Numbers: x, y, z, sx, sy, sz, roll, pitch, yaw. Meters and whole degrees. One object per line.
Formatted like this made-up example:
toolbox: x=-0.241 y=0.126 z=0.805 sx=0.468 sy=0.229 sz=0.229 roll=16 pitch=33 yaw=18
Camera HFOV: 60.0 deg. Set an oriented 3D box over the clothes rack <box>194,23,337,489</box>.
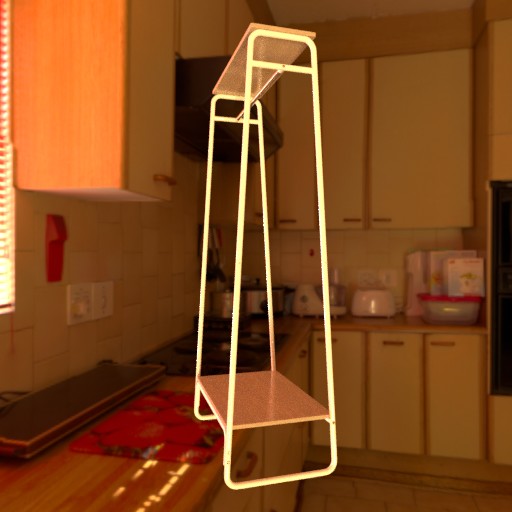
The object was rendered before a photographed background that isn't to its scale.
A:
clothes rack: x=0.000 y=0.000 z=1.774 sx=0.400 sy=1.512 sz=0.640 roll=0 pitch=1 yaw=-17
